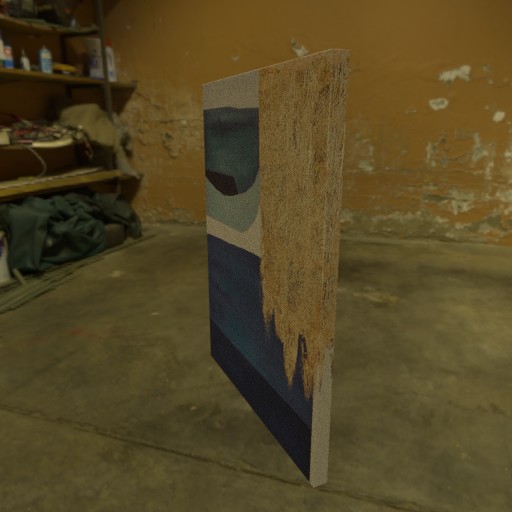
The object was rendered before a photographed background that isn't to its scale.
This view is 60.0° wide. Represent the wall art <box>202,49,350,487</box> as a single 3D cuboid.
[{"bbox_3d":[0.000,0.000,0.795,0.026,0.613,0.458,-7,17,-25],"label":"wall art"}]
